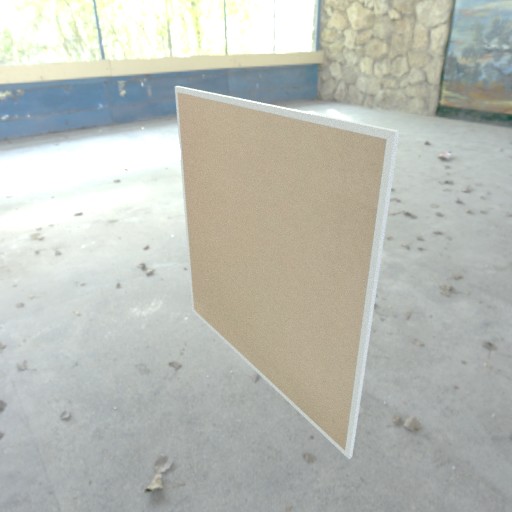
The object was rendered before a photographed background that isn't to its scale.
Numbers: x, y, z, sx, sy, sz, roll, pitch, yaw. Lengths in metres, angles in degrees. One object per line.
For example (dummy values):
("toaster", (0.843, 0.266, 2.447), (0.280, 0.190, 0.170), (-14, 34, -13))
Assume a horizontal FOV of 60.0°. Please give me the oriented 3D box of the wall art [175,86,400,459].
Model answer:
("wall art", (0.000, 0.000, 1.223), (0.012, 0.809, 0.809), (-18, 32, -32))
